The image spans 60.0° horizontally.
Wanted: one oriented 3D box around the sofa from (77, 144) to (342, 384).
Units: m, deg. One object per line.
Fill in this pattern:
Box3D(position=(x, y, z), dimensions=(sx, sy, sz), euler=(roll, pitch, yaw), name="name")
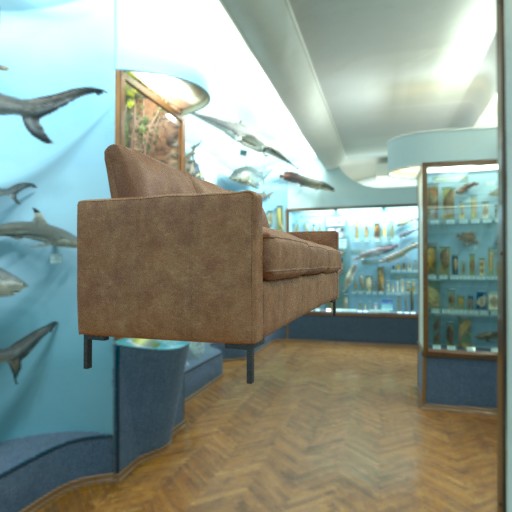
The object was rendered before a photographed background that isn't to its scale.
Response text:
Box3D(position=(0.000, 0.000, 2.457), dimensions=(0.748, 0.863, 2.029), euler=(0, -1, 18), name="sofa")
